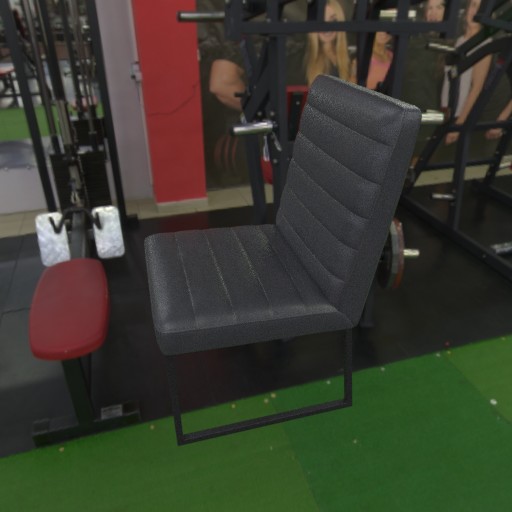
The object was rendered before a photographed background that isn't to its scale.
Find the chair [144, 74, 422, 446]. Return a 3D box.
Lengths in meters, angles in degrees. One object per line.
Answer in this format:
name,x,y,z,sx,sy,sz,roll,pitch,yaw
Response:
chair,0.000,0.000,1.313,0.634,0.930,0.520,-8,31,-13
